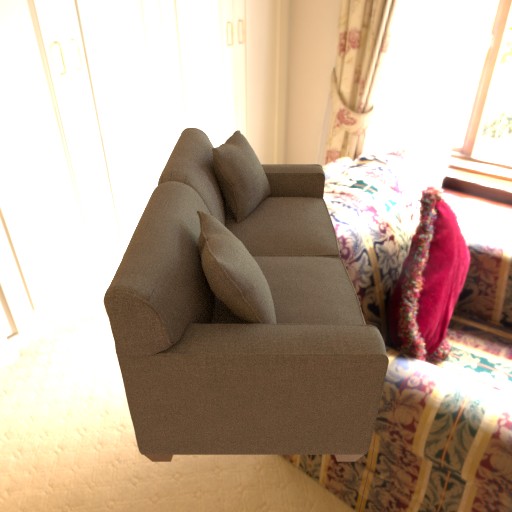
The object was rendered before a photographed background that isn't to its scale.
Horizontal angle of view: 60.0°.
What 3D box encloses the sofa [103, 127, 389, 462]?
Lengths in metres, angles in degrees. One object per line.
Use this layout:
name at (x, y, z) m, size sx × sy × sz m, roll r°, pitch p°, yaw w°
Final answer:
sofa at (0.000, 0.000, 2.387) m, size 1.000 × 0.958 × 1.846 m, roll 0°, pitch 32°, yaw 0°
